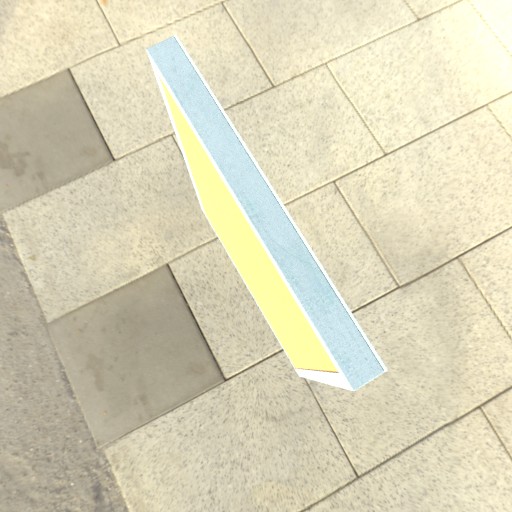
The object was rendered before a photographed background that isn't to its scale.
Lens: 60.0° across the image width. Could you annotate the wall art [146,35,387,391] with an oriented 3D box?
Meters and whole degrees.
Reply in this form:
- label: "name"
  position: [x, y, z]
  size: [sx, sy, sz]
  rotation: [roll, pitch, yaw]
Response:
- label: "wall art"
  position: [0.000, 0.000, 0.685]
  size: [0.037, 0.509, 0.409]
  rotation: [-29, 78, -7]
